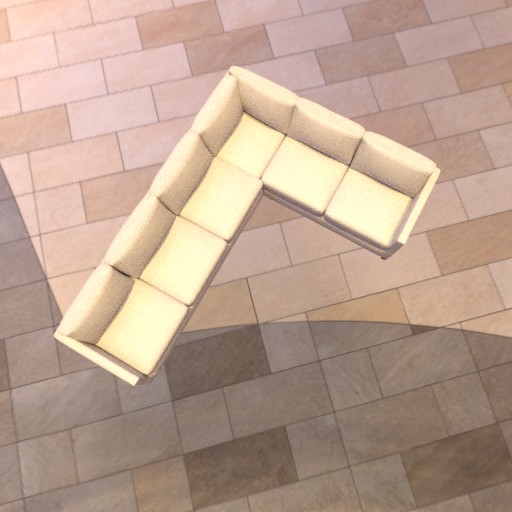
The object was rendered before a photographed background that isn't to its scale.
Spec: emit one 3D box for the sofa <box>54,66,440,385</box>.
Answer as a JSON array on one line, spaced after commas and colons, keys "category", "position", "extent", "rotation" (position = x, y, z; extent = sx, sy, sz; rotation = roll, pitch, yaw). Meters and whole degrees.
[{"category": "sofa", "position": [0.000, 0.000, 4.520], "extent": [2.522, 0.934, 3.333], "rotation": [29, 78, 7]}]
